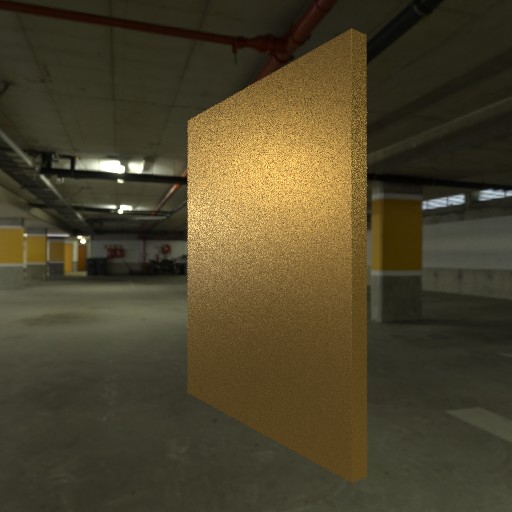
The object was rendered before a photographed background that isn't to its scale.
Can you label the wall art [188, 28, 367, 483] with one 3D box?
[{"bbox_3d":[0.000,0.000,1.002,0.038,0.762,0.610,0,0,-35],"label":"wall art"}]
